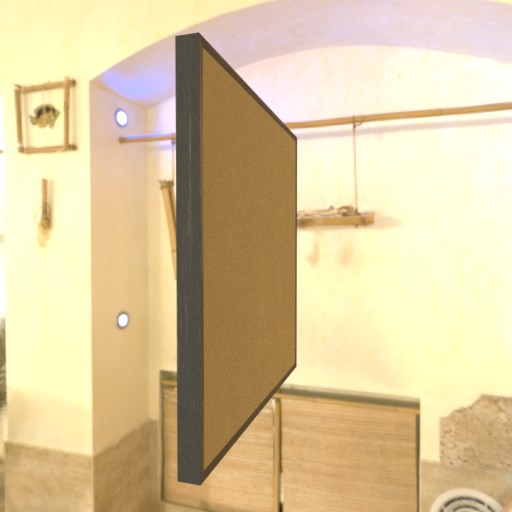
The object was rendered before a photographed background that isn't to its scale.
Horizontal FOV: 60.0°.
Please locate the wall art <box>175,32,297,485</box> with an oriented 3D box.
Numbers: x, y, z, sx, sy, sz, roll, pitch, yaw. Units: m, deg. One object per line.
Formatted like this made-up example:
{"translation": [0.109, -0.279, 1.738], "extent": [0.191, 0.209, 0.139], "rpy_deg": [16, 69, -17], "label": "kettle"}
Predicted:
{"translation": [0.000, 0.000, 1.111], "extent": [0.043, 0.758, 0.762], "rpy_deg": [1, 2, 18], "label": "wall art"}
